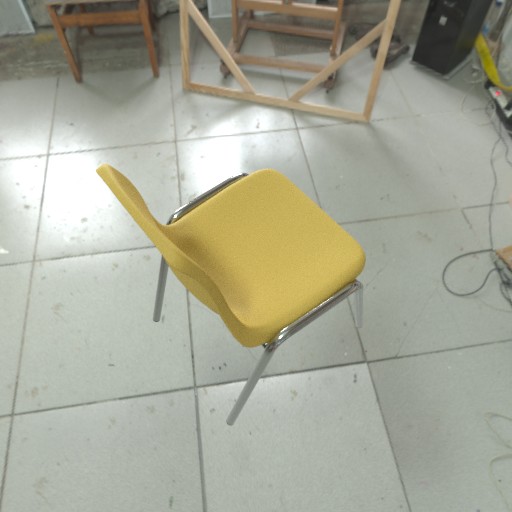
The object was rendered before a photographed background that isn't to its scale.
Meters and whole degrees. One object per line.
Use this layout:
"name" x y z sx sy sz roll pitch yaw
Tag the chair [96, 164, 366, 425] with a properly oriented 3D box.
"chair" 0.000 0.000 0.918 0.436 0.653 0.381 -34 64 -19
